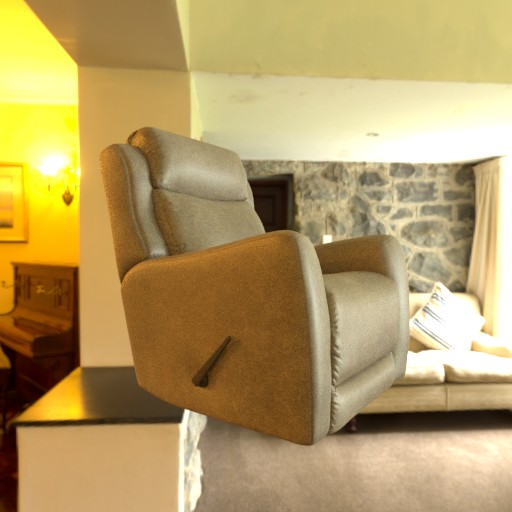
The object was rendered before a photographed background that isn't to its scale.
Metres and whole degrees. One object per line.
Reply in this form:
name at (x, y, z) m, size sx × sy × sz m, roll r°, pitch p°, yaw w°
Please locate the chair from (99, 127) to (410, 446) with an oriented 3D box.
chair at (0.000, 0.000, 1.909) m, size 1.068 × 1.116 × 0.967 m, roll 1°, pitch 1°, yaw 36°
